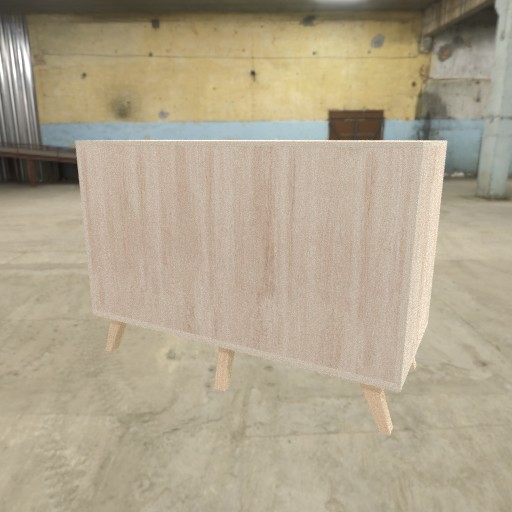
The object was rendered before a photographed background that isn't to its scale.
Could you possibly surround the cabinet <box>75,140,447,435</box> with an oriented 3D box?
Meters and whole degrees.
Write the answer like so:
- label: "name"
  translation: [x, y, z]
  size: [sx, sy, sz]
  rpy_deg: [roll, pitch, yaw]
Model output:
- label: "cabinet"
  translation: [0.000, 0.000, 1.548]
  size: [1.110, 0.780, 0.500]
  rpy_deg: [8, 17, 27]
